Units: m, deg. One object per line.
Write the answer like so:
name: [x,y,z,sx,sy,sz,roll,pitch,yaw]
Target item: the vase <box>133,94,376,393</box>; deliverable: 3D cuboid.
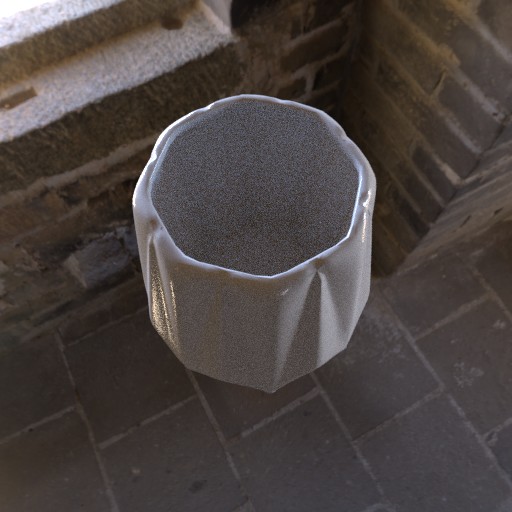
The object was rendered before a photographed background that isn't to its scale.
vase: [0.000,0.000,0.260,0.141,0.152,0.141,0,64,0]
